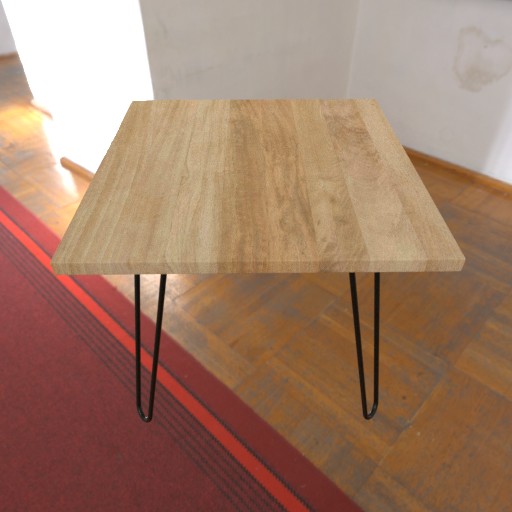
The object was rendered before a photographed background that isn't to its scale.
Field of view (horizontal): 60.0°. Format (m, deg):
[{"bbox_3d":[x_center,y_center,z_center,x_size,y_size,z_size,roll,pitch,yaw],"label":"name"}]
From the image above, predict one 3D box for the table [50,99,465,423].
[{"bbox_3d":[0.000,0.000,1.025,0.599,0.500,0.599,-1,41,-1],"label":"table"}]
